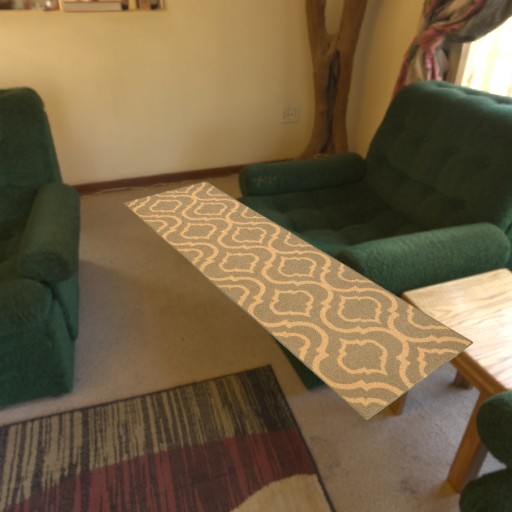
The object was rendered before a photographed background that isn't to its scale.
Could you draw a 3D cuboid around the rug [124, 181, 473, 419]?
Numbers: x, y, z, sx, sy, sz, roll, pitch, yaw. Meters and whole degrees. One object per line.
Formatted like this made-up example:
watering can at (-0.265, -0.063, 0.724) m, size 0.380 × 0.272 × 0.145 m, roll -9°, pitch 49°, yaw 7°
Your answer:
rug at (0.000, 0.000, 2.535) m, size 0.684 × 0.009 × 2.275 m, roll -21°, pitch 37°, yaw -30°
